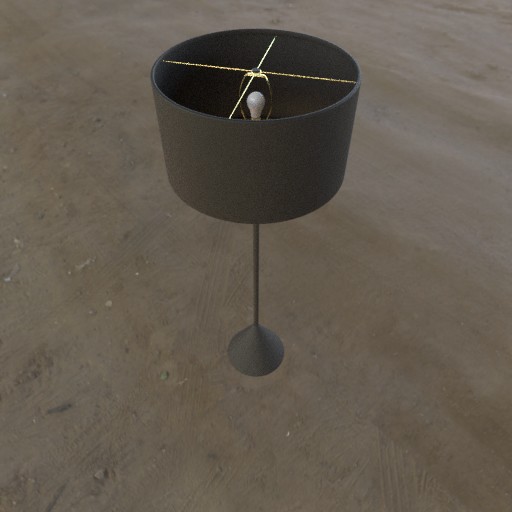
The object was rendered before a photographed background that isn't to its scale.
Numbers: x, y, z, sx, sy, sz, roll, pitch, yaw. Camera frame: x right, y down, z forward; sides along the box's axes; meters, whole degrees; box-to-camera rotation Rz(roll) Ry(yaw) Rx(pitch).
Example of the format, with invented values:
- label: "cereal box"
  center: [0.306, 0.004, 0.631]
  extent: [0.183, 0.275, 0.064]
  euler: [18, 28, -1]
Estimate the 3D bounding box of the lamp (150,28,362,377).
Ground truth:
- label: "lamp"
  center: [0.000, 0.000, 1.784]
  extent: [0.580, 1.526, 0.580]
  euler: [10, 48, 10]
